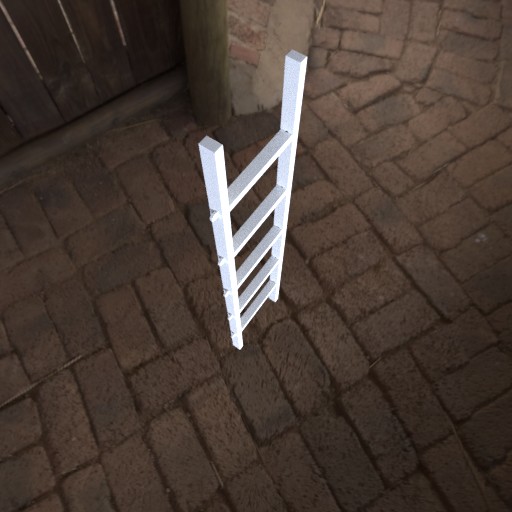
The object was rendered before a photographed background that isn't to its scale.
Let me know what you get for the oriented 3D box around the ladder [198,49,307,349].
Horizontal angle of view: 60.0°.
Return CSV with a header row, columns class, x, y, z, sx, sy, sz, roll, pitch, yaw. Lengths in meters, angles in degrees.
class,x,y,z,sx,sy,sz,roll,pitch,yaw
ladder,0.000,0.000,1.925,0.051,1.797,0.452,33,68,15
